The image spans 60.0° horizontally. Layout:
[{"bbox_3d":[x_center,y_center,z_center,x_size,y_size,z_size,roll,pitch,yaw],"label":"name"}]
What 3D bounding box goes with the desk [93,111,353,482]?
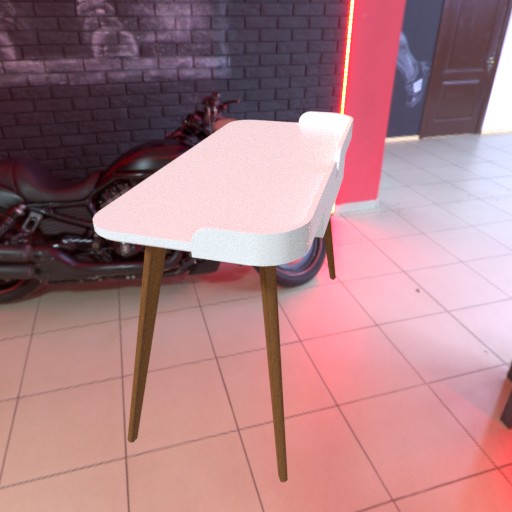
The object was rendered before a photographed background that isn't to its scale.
[{"bbox_3d":[0.000,0.000,1.629,0.534,0.807,1.206,8,30,14],"label":"desk"}]
